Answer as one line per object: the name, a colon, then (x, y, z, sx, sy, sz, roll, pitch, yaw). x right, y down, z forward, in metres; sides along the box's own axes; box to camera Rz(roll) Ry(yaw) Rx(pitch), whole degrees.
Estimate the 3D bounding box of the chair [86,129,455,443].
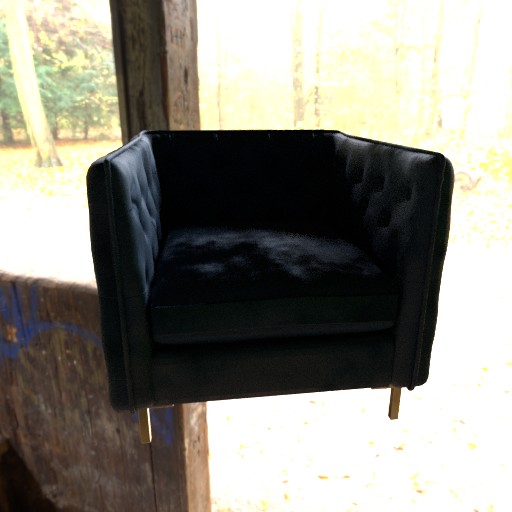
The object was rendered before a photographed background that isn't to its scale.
chair: (0.000, 0.000, 1.466, 0.868, 0.771, 0.877, -2, 19, -7)
